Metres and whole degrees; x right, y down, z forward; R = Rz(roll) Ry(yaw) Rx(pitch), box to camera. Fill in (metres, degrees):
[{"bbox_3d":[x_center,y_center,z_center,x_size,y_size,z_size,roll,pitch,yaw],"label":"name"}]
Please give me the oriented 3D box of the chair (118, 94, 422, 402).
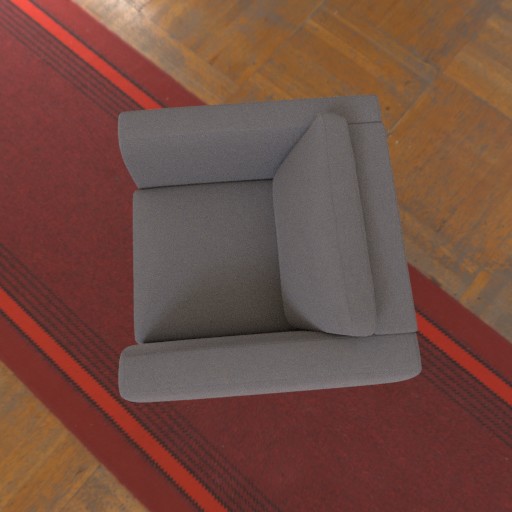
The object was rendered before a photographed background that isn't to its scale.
[{"bbox_3d":[0.000,0.000,1.688,0.930,0.860,1.000,-4,76,-1],"label":"chair"}]
